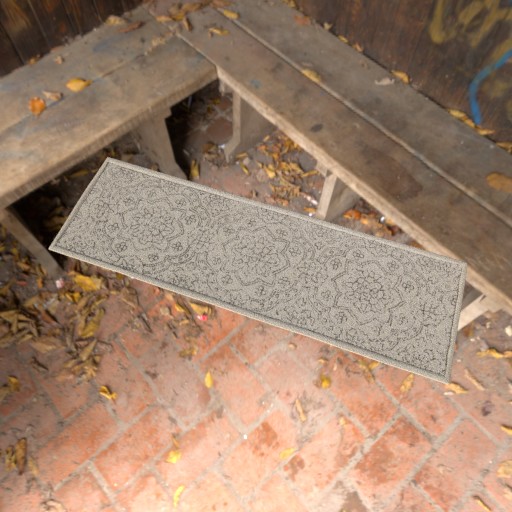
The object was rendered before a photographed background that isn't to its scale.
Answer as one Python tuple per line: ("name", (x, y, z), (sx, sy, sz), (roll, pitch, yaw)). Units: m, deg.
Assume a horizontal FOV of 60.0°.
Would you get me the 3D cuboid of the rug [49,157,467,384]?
("rug", (0.000, 0.000, 2.702), (2.448, 0.012, 0.769), (17, 64, 9))
